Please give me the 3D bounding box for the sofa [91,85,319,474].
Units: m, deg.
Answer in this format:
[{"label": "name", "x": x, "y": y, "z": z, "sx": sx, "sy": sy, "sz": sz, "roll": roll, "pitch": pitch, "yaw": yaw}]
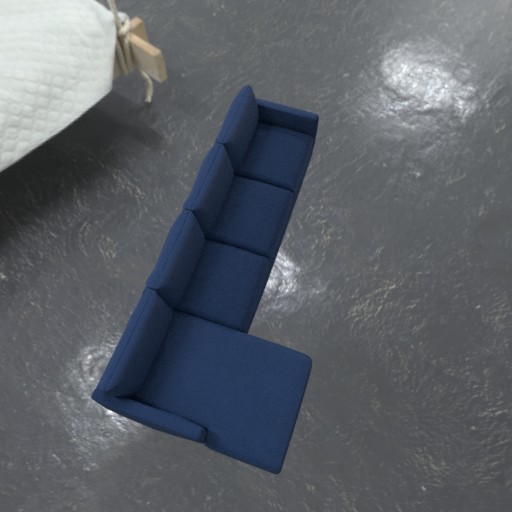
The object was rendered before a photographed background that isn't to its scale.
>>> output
[{"label": "sofa", "x": 0.000, "y": 0.000, "z": 3.003, "sx": 1.128, "sy": 0.679, "sz": 2.450, "roll": 17, "pitch": 65, "yaw": 8}]
